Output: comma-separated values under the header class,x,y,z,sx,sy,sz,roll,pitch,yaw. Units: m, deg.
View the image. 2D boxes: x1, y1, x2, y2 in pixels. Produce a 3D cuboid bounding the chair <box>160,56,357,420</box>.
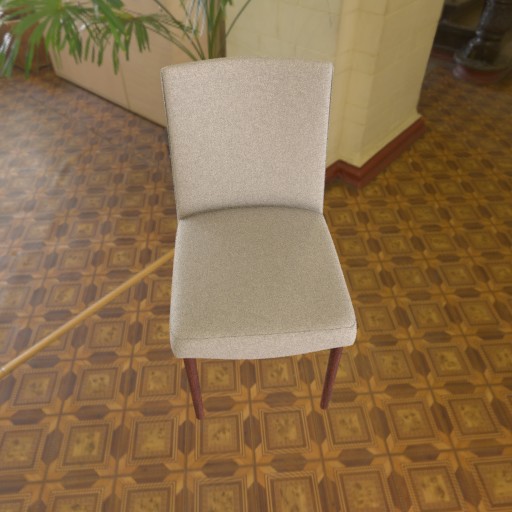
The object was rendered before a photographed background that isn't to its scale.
class,x,y,z,sx,sy,sz,roll,pitch,yaw
chair,0.000,0.000,1.208,0.456,0.859,0.570,-3,45,-3
